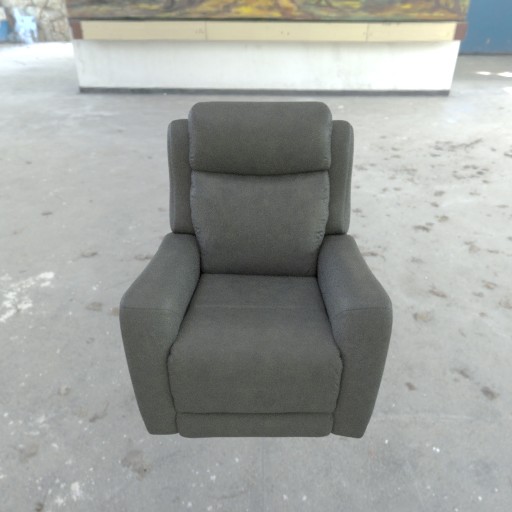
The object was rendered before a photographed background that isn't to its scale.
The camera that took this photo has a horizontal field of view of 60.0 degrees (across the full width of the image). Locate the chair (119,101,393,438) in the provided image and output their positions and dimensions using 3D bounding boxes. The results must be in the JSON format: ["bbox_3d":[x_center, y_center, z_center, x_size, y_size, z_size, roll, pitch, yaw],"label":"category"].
[{"bbox_3d":[0.000,0.000,1.924,0.967,1.116,1.068,1,31,1],"label":"chair"}]
